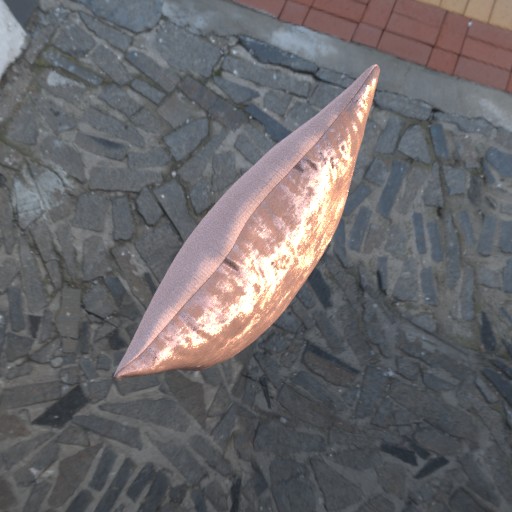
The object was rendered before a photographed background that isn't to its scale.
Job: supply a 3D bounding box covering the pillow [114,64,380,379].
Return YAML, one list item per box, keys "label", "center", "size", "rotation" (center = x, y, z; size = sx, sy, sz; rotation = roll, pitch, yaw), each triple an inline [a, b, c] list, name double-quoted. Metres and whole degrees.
- label: "pillow"
  center: [0.000, 0.000, 0.708]
  size: [0.175, 0.464, 0.470]
  rotation: [38, 78, 9]
